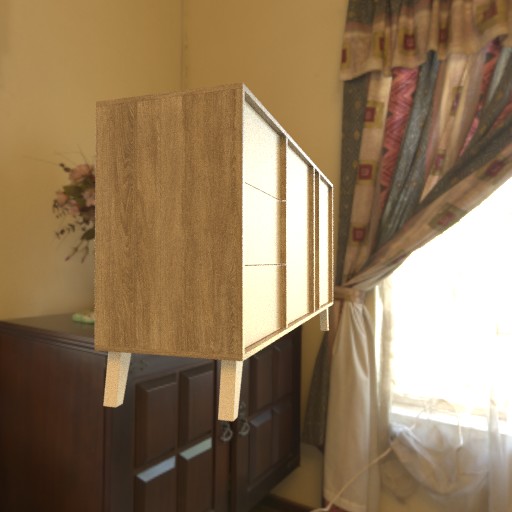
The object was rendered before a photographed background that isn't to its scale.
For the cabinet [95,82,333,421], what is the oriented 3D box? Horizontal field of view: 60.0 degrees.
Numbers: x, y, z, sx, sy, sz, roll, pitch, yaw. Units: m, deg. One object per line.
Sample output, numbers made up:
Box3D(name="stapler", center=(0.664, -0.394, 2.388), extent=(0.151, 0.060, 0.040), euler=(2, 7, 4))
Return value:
Box3D(name="cabinet", center=(0.000, 0.000, 1.962), extent=(0.450, 0.870, 1.600), euler=(0, -1, 18))
